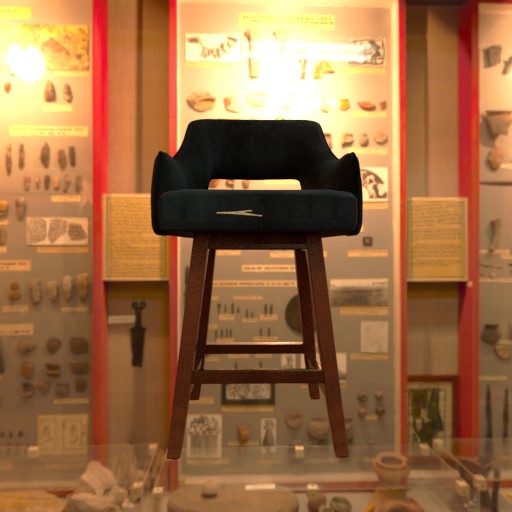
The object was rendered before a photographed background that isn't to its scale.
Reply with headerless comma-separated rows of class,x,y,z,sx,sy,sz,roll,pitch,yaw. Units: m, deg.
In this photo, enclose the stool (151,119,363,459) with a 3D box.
stool,0.000,0.000,1.279,0.550,0.940,0.560,0,0,-1
